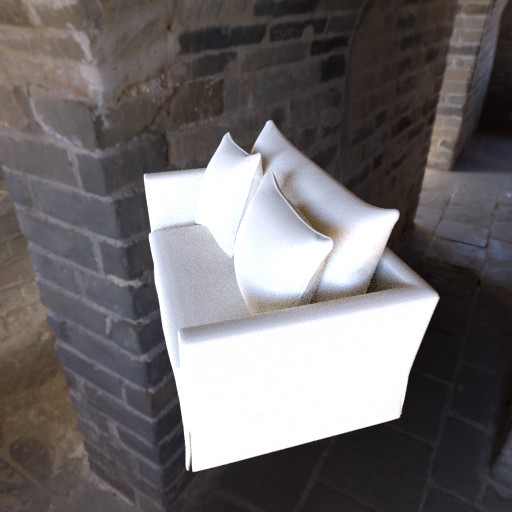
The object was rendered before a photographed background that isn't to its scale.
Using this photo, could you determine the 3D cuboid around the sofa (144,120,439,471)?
[{"bbox_3d":[0.000,0.000,2.287,1.026,1.039,1.608,-9,32,-14],"label":"sofa"}]
